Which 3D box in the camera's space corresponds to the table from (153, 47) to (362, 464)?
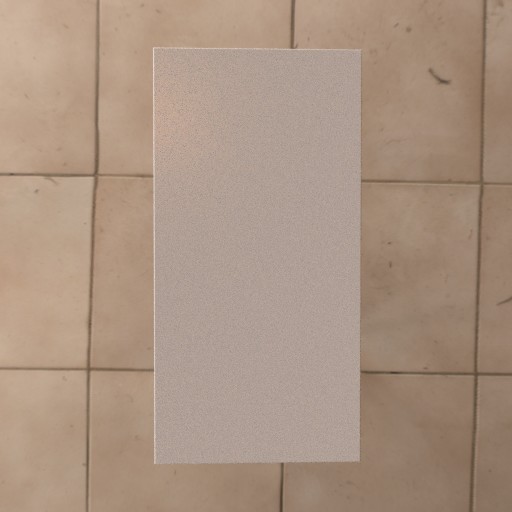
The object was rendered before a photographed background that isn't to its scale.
[{"bbox_3d":[0.000,0.000,2.318,0.900,0.790,1.800,0,91,-1],"label":"table"}]
